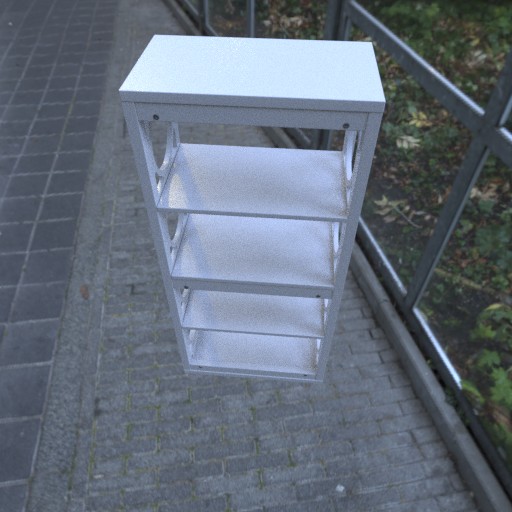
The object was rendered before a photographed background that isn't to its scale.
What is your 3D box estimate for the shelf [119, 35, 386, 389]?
[{"bbox_3d":[0.000,0.000,1.633,0.611,1.411,0.340,4,47,3],"label":"shelf"}]
